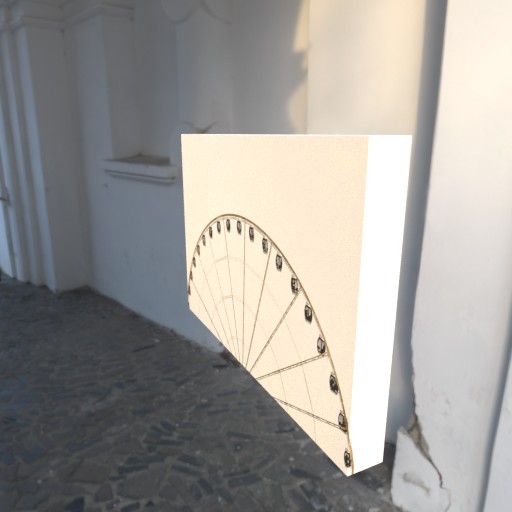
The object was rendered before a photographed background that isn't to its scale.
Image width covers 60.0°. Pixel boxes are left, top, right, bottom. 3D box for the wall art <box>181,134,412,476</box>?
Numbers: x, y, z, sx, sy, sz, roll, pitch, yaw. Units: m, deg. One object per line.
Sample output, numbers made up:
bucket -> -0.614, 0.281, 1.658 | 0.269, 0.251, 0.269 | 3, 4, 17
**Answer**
wall art -> 0.000, 0.000, 0.481 | 0.039, 0.254, 0.384 | -8, 17, -25
